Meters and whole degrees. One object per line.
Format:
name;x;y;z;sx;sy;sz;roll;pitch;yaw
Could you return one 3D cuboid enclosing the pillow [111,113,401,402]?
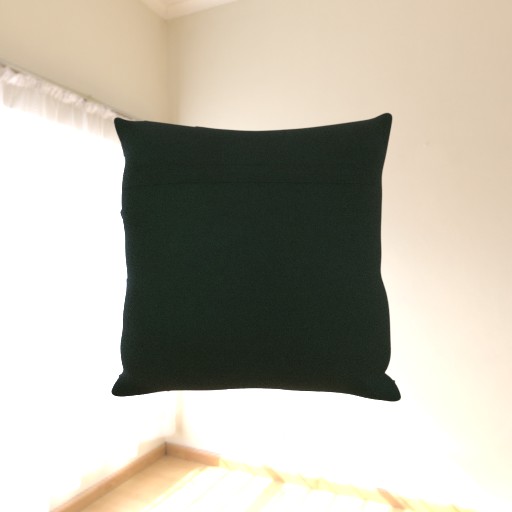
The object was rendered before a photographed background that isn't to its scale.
pillow;0.000;0.000;0.683;0.439;0.440;0.184;0;-1;0
